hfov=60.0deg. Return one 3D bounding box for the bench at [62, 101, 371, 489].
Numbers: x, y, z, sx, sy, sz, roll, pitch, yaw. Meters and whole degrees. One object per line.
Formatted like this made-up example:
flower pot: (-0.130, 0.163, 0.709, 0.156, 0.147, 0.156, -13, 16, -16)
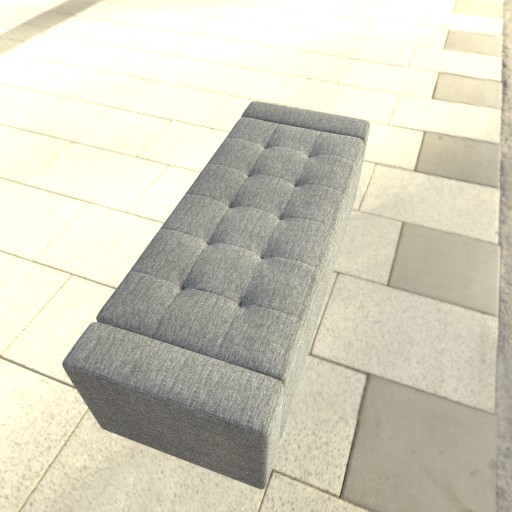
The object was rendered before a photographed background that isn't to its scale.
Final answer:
bench: (0.000, 0.000, 1.516, 0.508, 0.445, 1.296, 14, 49, 13)
